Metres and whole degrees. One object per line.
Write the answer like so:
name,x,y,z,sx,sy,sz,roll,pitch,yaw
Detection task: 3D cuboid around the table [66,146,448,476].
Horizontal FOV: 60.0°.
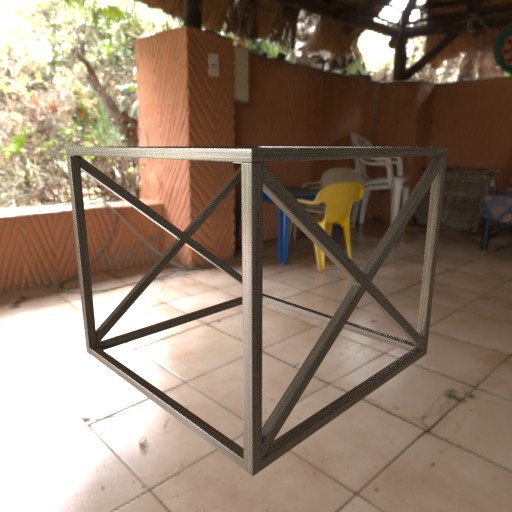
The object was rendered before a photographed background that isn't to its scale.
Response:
table,0.000,0.000,1.060,0.611,0.507,0.609,-13,19,-43
